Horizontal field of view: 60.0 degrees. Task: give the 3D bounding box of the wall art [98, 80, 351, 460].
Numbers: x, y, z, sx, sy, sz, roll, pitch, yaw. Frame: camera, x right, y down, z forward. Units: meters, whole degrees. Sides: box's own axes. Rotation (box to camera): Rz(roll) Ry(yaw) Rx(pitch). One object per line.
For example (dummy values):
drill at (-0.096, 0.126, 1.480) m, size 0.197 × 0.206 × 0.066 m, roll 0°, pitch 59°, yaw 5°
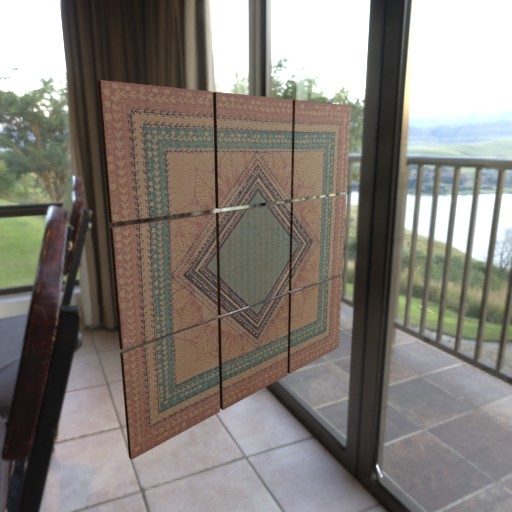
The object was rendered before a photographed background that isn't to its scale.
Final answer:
wall art at (0.000, 0.000, 1.342) m, size 0.915 × 0.914 × 0.013 m, roll -14°, pitch 20°, yaw -43°
